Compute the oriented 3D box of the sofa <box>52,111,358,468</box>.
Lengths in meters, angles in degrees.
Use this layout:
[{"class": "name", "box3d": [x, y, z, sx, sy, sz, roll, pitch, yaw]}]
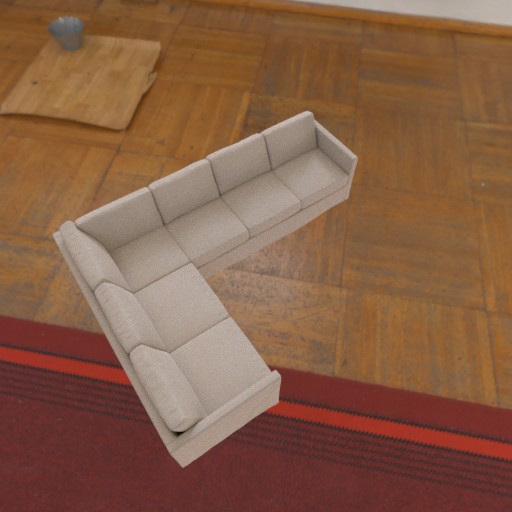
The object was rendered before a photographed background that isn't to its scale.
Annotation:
[{"class": "sofa", "box3d": [0.000, 0.000, 4.460, 3.182, 0.871, 2.432, -30, 61, -18]}]
